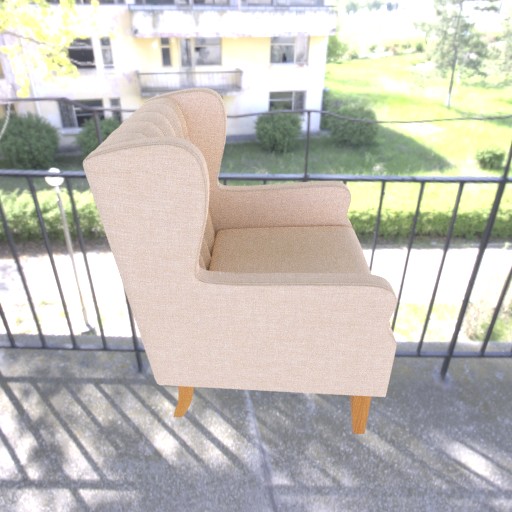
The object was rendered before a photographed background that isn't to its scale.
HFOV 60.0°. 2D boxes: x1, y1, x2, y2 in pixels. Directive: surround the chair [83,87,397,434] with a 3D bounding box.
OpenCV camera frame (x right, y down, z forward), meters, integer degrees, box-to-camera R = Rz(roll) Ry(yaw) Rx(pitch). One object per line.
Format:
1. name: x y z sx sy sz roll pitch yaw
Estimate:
1. chair: 0.000 0.000 1.441 0.760 0.930 0.710 0 31 1
